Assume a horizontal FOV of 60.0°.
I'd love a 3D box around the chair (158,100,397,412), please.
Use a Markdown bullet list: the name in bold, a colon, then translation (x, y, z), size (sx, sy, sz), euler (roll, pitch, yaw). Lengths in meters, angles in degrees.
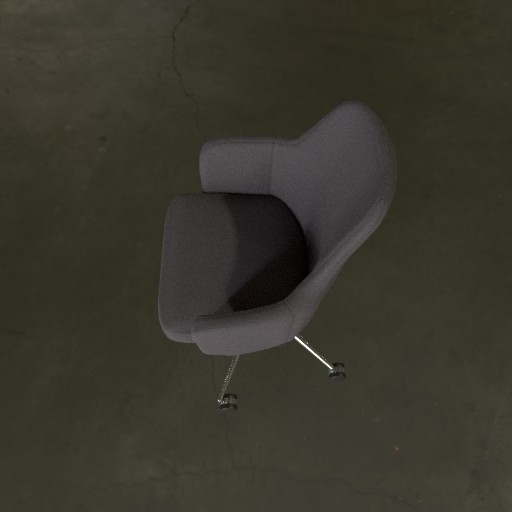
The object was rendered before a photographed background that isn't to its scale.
- **chair**: translation (0.000, 0.000, 1.236), size (0.600, 0.820, 0.655), euler (-2, 58, -1)
